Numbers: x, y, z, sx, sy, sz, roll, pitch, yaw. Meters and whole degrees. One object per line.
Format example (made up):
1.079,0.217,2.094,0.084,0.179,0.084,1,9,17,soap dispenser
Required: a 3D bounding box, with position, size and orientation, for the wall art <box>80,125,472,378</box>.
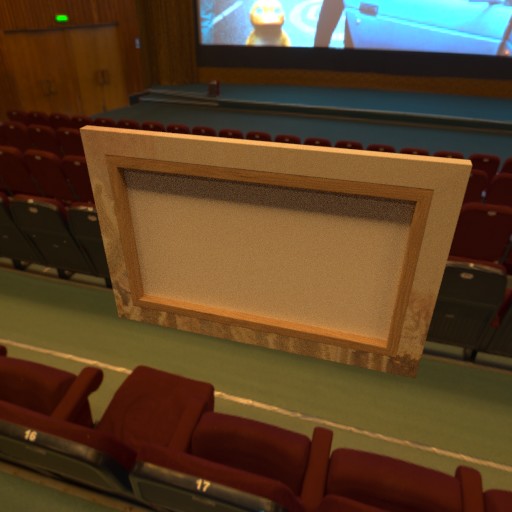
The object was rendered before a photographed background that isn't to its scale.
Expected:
0.000,0.000,1.462,1.142,0.758,0.041,9,33,14,wall art
